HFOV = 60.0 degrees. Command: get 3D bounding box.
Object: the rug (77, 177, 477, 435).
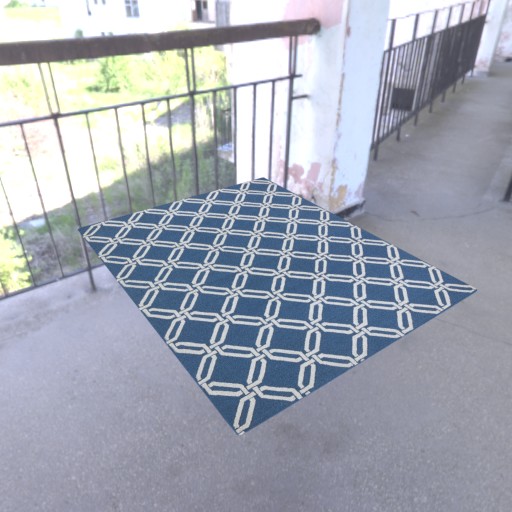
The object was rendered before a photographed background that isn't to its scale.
[{"bbox_3d":[0.000,0.000,3.917,2.277,0.020,2.867,-21,38,-30],"label":"rug"}]
